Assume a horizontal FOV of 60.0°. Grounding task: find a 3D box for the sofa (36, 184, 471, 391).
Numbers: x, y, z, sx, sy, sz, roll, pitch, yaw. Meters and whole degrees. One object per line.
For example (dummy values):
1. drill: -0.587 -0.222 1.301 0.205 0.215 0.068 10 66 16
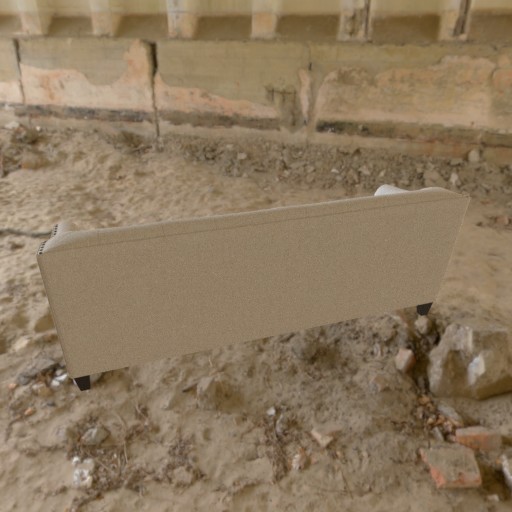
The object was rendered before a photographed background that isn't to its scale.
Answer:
1. sofa: 0.000 0.000 2.706 2.235 0.901 0.914 -9 28 -17
